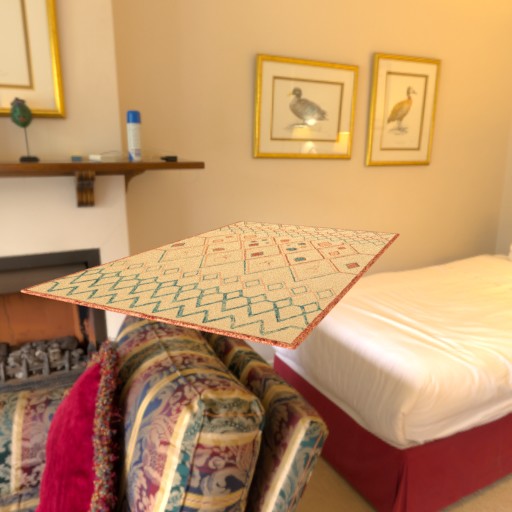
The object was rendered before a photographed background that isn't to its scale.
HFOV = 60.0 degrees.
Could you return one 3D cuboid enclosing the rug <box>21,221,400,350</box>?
[{"bbox_3d":[0.000,0.000,3.031,1.524,0.015,2.438,7,15,25],"label":"rug"}]
